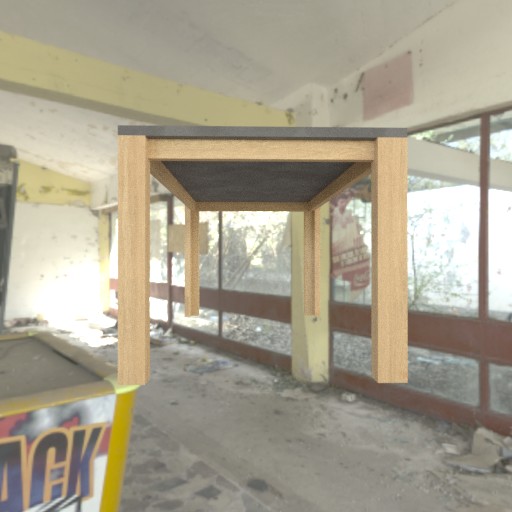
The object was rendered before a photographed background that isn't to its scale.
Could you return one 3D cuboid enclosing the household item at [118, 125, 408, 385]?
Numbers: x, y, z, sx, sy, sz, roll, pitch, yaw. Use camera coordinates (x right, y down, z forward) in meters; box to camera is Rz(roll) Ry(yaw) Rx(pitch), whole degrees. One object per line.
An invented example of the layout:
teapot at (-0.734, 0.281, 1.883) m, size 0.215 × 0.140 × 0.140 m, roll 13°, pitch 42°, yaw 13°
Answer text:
household item at (0.000, 0.000, 2.099) m, size 0.850 × 0.755 × 1.600 m, roll 0°, pitch 0°, yaw -2°
